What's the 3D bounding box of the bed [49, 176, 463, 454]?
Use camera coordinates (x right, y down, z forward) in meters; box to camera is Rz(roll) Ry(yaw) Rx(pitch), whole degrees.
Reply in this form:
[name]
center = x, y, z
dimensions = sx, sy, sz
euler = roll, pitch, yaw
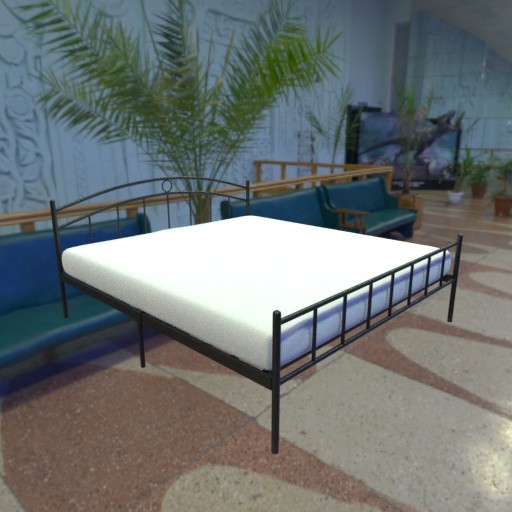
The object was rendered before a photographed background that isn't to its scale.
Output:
[bed]
center = 0.000, 0.000, 3.031
dimensions = 2.040, 0.940, 1.880
euler = 14, 21, 42
